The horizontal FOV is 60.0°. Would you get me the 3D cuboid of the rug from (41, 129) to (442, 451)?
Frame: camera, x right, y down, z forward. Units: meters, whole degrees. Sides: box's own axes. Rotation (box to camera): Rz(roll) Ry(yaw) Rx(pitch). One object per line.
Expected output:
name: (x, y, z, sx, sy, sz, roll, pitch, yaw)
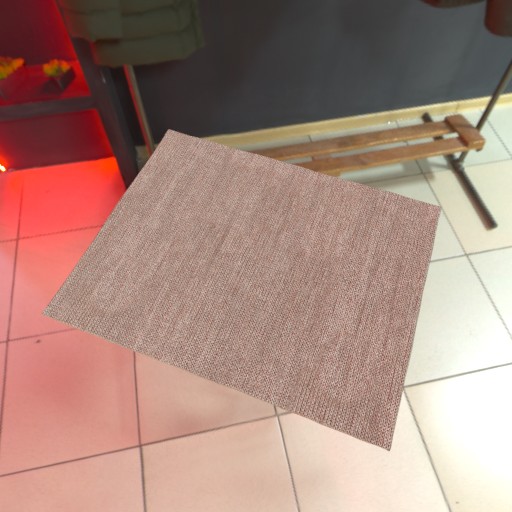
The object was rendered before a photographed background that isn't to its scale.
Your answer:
rug: (0.000, 0.000, 4.123, 3.052, 0.030, 2.429, 18, 60, 11)
